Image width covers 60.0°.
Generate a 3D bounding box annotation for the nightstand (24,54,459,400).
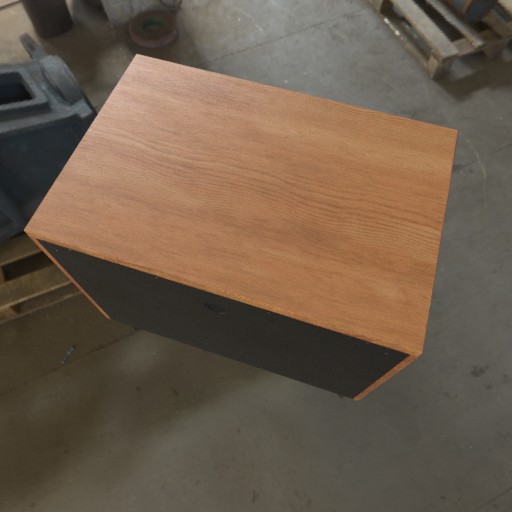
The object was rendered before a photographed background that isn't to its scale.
[{"bbox_3d":[0.000,0.000,1.004,0.613,0.615,0.427,16,65,8],"label":"nightstand"}]
